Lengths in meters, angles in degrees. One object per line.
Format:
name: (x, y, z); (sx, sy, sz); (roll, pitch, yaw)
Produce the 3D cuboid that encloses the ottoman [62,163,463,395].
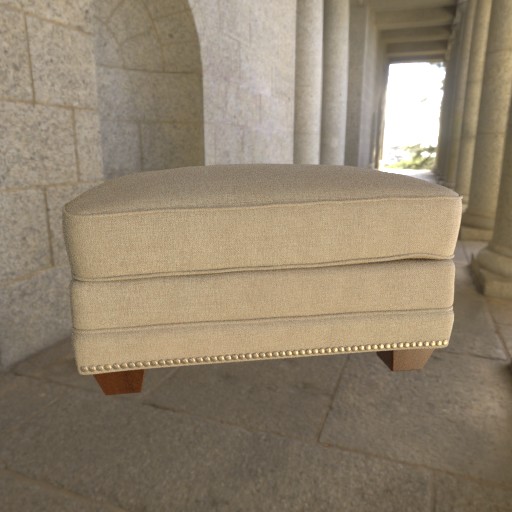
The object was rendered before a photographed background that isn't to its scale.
ottoman: (0.000, 0.000, 1.132); (0.813, 0.458, 0.559); (-2, 14, -9)
